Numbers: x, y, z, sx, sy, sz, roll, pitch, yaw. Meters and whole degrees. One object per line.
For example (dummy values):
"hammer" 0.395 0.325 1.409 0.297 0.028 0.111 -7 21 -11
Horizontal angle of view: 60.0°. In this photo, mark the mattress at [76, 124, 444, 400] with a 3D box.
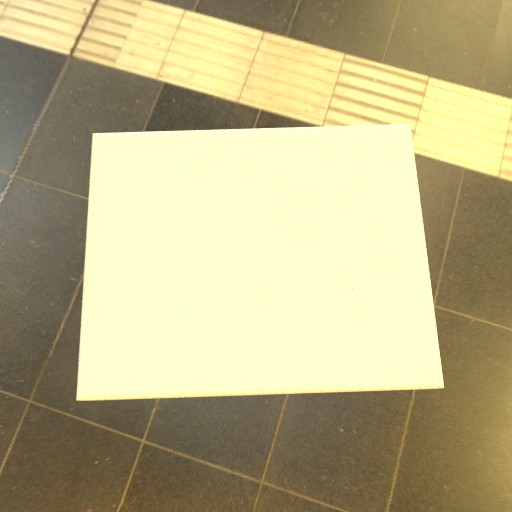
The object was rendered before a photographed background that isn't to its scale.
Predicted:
"mattress" 0.000 0.000 2.691 2.000 0.230 1.600 -2 76 0
